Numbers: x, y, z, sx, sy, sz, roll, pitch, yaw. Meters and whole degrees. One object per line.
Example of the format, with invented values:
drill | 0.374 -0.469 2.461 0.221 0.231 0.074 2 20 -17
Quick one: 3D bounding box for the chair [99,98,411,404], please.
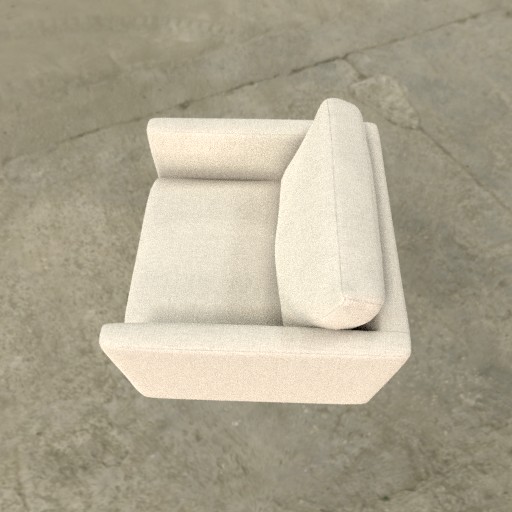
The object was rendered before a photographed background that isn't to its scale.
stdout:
chair | 0.000 0.000 1.752 0.959 0.919 0.996 2 59 1
